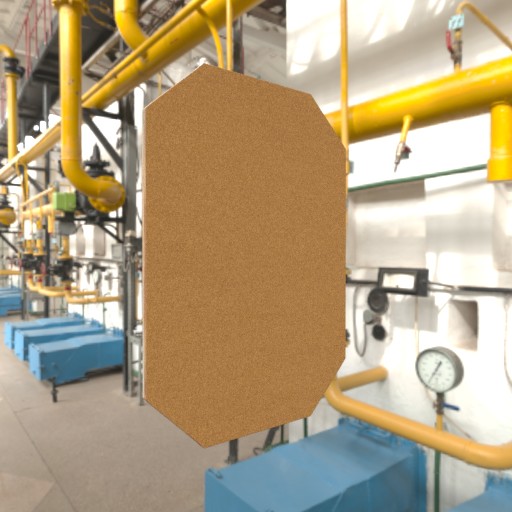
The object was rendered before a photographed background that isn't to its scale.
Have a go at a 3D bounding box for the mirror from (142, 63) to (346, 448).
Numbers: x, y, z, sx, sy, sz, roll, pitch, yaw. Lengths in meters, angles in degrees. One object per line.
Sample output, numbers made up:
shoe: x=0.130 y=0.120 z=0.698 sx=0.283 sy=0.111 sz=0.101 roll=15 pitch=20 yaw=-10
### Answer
mirror: x=0.000 y=0.000 z=1.306 sx=0.709 sy=1.015 sz=0.061 roll=0 pitch=1 yaw=-37
